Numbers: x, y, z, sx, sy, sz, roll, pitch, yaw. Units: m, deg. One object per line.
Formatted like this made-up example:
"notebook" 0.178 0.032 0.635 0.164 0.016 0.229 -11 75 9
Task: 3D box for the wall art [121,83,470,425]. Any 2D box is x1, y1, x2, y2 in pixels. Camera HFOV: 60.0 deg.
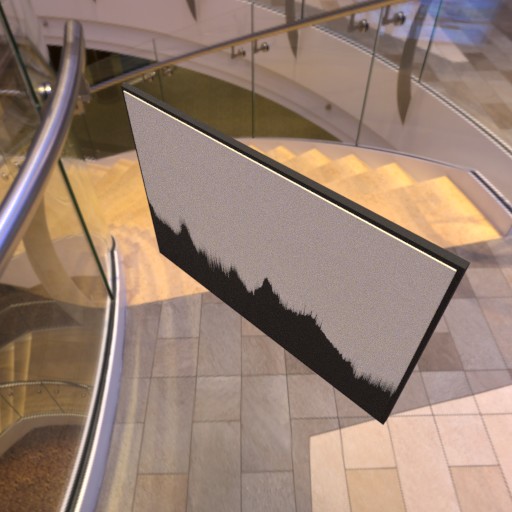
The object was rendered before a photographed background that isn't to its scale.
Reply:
"wall art" 0.000 0.000 1.486 1.190 0.805 0.028 34 56 27
